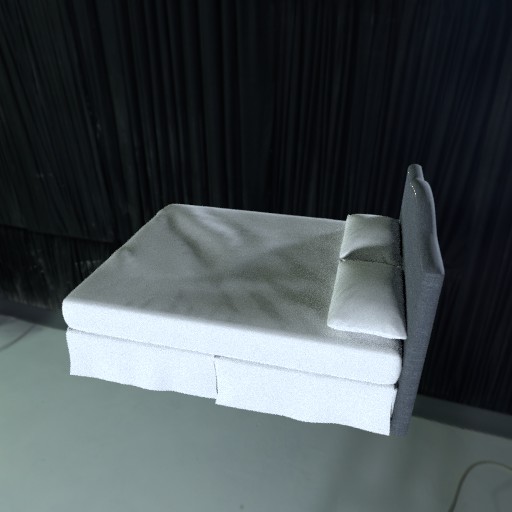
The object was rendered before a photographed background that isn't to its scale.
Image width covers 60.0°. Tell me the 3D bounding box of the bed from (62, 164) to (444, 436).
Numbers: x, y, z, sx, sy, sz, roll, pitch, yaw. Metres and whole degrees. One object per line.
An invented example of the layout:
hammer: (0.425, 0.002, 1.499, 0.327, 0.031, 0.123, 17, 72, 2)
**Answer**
bed: (0.000, 0.000, 3.910, 2.689, 1.457, 2.161, 7, 30, 13)
